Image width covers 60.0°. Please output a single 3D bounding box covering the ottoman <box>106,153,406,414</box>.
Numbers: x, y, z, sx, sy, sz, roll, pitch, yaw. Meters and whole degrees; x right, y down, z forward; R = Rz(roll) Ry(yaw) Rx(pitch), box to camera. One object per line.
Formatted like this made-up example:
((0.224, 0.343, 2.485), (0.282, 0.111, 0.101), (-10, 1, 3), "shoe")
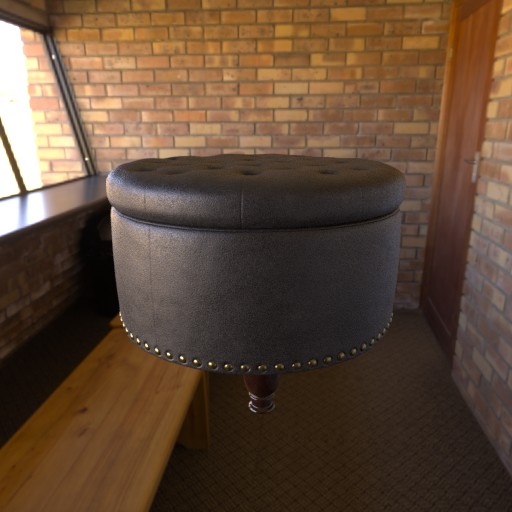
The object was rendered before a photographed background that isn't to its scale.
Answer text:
((0.000, 0.000, 1.039), (0.637, 0.442, 0.637), (0, 16, 0), "ottoman")
